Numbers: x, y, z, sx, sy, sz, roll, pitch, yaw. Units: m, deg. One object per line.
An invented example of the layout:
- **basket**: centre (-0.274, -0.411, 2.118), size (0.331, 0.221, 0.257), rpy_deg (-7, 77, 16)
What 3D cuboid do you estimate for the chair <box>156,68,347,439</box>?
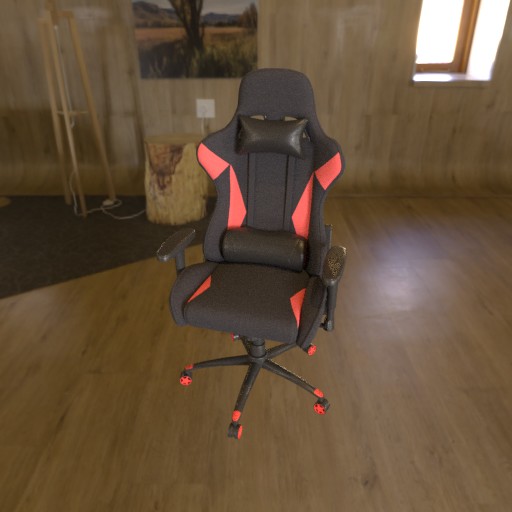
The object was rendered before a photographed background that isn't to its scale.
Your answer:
- **chair**: centre (0.000, 0.000, 1.738), size (0.695, 1.326, 0.658), rpy_deg (7, 28, 14)
